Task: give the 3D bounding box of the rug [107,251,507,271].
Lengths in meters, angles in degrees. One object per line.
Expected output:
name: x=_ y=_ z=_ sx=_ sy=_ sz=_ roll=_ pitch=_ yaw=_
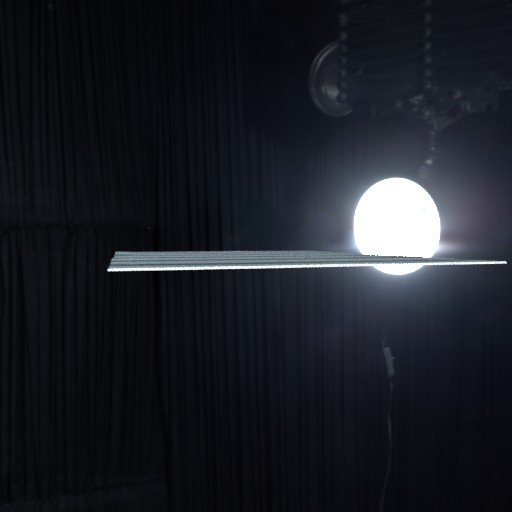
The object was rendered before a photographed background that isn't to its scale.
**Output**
rug: x=0.000 y=0.000 z=3.929 sx=2.434 sy=0.019 sz=3.041 roll=-1 pitch=2 yaw=-17
